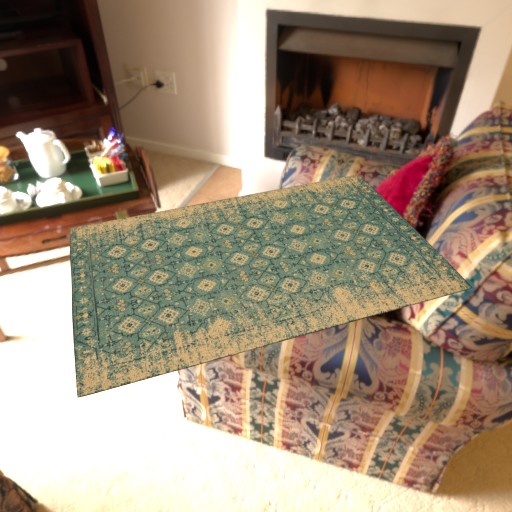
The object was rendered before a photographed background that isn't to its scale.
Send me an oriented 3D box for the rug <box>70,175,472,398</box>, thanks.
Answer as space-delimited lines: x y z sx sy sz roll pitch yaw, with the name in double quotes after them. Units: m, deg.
0.000 0.000 2.258 1.795 0.008 1.102 -13 42 -14 "rug"
